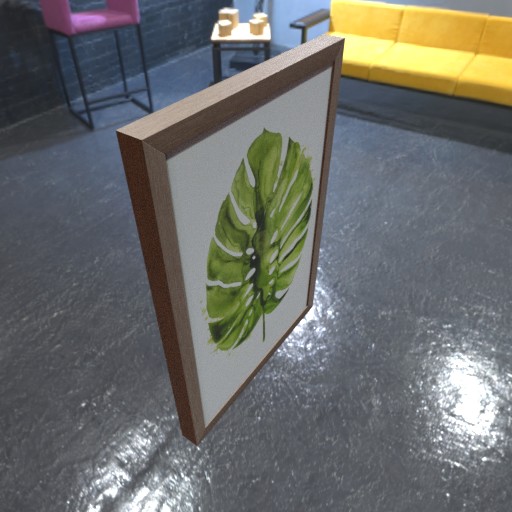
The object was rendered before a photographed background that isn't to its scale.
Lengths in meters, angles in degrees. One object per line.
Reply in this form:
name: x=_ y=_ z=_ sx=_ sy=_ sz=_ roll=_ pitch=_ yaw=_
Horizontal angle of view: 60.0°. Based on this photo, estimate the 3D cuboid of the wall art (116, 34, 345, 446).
wall art: x=0.000 y=0.000 z=0.636 sx=0.032 sy=0.510 sz=0.358 roll=25 pitch=46 yaw=26
